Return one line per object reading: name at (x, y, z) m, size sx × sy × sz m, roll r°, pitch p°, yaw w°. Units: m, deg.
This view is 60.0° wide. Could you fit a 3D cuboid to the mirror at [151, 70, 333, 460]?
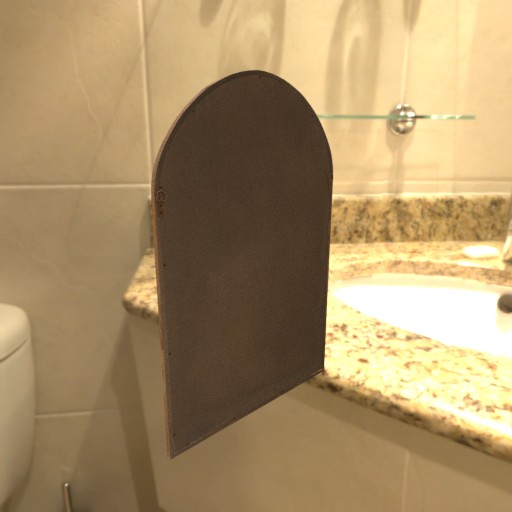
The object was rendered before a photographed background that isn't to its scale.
mirror at (0.000, 0.000, 1.179) m, size 0.609 × 0.915 × 0.032 m, roll -14°, pitch 21°, yaw -42°
